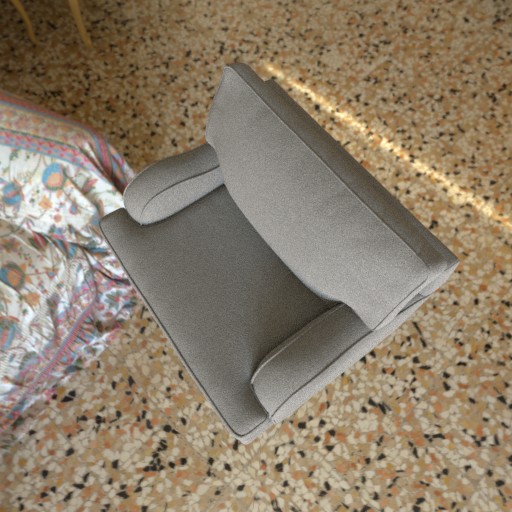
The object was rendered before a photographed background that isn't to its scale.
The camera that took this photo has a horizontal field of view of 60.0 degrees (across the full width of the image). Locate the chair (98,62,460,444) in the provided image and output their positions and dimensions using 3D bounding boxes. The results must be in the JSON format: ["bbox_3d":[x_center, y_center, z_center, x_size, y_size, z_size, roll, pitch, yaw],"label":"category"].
[{"bbox_3d":[0.000,0.000,1.993,1.040,1.016,1.220,-33,68,-15],"label":"chair"}]
